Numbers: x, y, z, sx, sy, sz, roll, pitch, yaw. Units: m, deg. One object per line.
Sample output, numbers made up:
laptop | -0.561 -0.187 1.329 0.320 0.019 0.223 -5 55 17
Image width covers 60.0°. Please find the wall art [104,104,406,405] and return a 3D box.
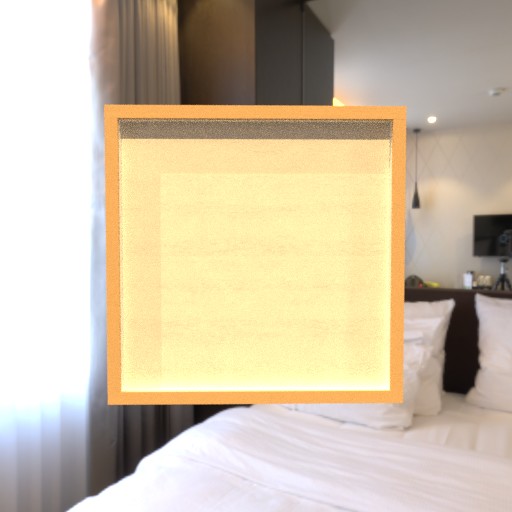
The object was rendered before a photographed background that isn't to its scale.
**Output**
wall art | 0.000 0.000 1.371 0.914 0.914 0.038 0 2 -1
